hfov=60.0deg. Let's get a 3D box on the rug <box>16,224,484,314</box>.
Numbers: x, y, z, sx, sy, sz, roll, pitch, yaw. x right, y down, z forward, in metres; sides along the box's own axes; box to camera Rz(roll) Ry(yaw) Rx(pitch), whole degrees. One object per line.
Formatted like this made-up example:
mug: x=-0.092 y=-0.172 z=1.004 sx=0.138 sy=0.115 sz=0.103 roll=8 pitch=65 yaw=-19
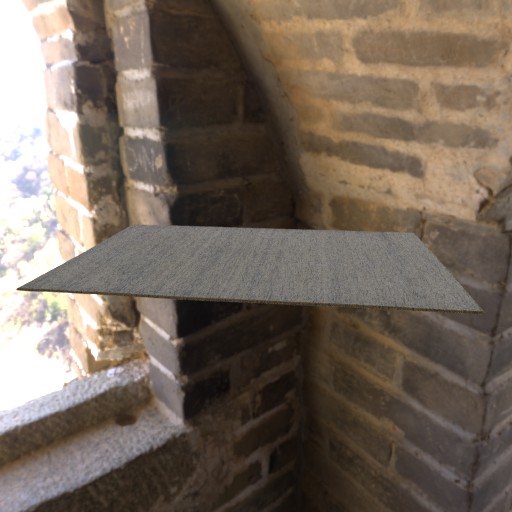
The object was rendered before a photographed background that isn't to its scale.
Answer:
rug: x=0.000 y=0.000 z=2.827 sx=2.263 sy=0.017 sz=1.523 roll=2 pitch=17 yaw=7
